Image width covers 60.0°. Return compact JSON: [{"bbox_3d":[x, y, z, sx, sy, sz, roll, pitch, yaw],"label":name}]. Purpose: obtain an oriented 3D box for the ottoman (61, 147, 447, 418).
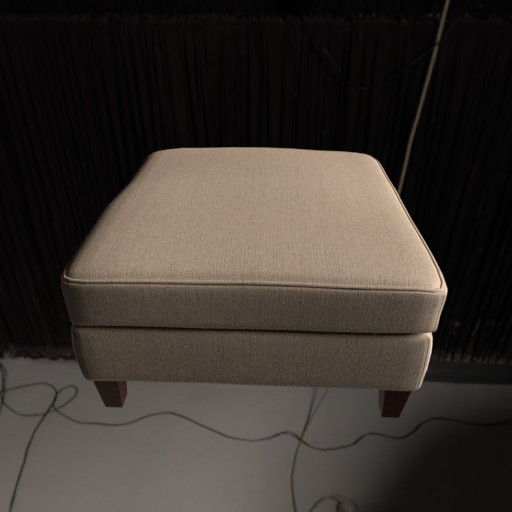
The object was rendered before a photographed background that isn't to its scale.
[{"bbox_3d":[0.000,0.000,1.349,0.838,0.481,0.838,1,32,2],"label":"ottoman"}]
